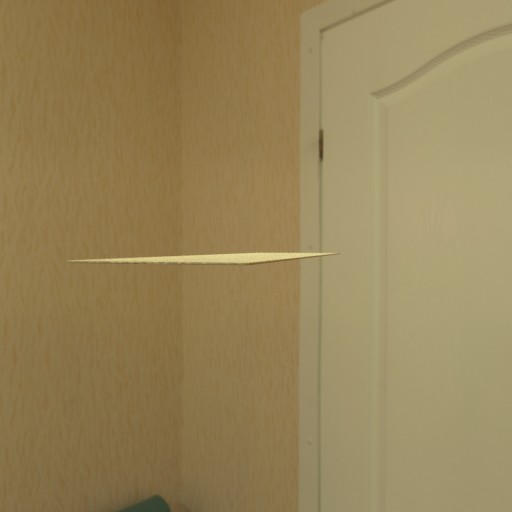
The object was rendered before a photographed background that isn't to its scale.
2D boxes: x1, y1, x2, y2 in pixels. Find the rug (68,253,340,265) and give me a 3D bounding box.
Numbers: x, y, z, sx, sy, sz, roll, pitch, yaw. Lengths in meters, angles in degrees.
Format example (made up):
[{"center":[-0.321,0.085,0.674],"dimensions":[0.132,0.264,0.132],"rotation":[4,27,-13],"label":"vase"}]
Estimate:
[{"center":[0.000,0.000,2.526],"dimensions":[0.676,0.008,2.277],"rotation":[0,1,18],"label":"rug"}]
